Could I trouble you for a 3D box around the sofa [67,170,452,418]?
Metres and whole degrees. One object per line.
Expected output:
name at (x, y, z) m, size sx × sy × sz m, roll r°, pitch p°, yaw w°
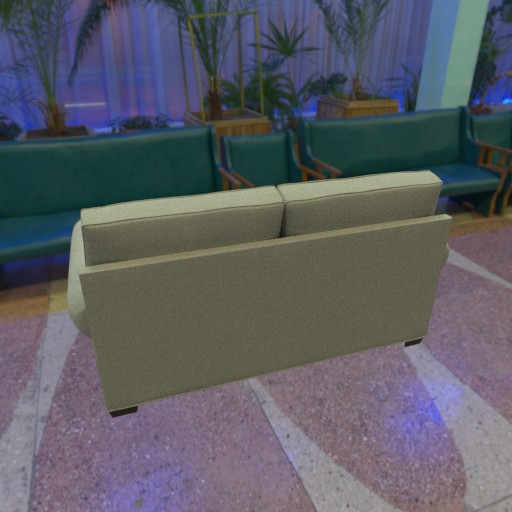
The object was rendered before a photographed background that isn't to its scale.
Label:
sofa at (0.000, 0.000, 2.283) m, size 1.774 × 0.933 × 0.861 m, roll -9°, pitch 29°, yaw -16°
